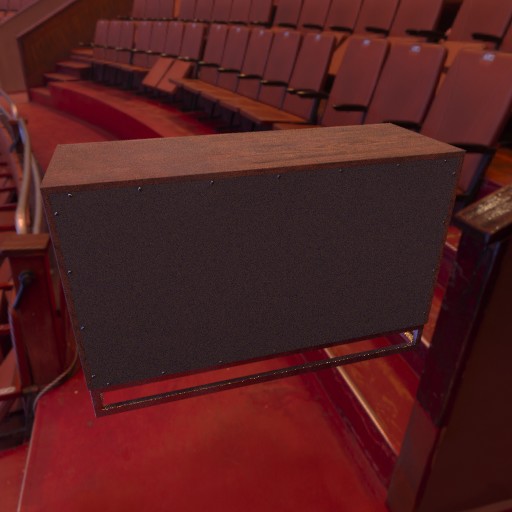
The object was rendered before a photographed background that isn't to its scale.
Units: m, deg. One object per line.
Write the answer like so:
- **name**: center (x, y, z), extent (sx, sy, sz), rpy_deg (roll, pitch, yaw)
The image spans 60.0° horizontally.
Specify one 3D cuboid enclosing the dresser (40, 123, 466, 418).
- **dresser**: center (0.000, 0.000, 2.152), extent (1.646, 1.061, 0.623), rpy_deg (-8, 29, -14)
